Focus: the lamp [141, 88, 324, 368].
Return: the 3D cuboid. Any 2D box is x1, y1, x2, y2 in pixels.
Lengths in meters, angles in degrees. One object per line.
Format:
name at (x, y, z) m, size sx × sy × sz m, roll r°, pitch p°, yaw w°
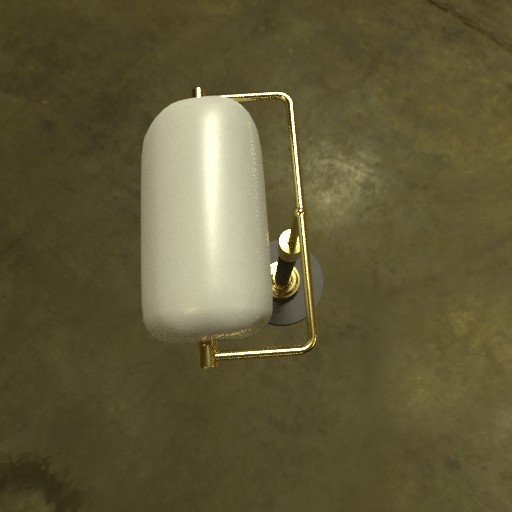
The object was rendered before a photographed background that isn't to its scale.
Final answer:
lamp at (0.000, 0.000, 0.559) m, size 0.227 × 0.404 × 0.269 m, roll -4°, pitch 76°, yaw -1°
